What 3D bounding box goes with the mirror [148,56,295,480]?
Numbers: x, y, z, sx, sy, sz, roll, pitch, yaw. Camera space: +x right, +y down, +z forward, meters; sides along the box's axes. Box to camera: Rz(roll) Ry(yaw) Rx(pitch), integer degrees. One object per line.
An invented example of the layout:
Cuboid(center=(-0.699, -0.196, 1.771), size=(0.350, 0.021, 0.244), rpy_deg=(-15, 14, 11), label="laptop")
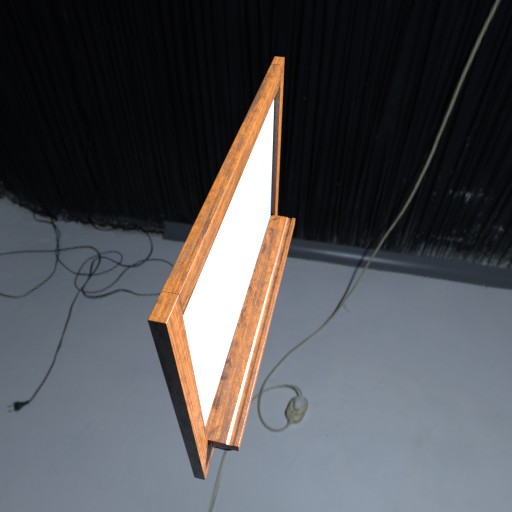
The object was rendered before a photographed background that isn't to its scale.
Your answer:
Cuboid(center=(0.000, 0.000, 0.948), size=(0.084, 0.537, 0.758), rpy_deg=(9, 47, 9), label="mirror")
